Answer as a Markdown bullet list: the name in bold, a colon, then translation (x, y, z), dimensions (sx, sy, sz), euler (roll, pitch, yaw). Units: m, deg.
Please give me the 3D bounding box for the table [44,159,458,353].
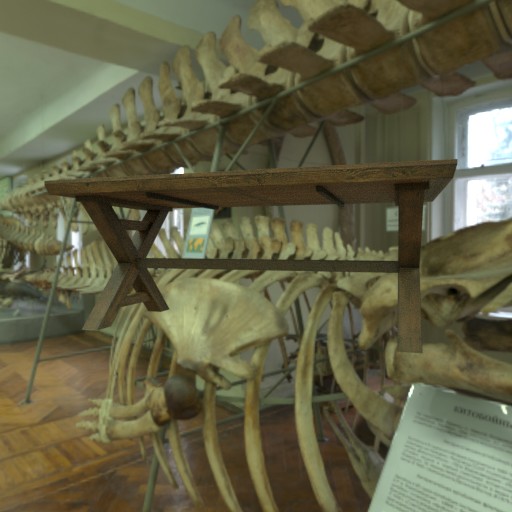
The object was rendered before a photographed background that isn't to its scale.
- **table**: translation (0.000, 0.000, 2.523), dimensions (1.966, 0.793, 1.071), euler (1, 2, 18)
